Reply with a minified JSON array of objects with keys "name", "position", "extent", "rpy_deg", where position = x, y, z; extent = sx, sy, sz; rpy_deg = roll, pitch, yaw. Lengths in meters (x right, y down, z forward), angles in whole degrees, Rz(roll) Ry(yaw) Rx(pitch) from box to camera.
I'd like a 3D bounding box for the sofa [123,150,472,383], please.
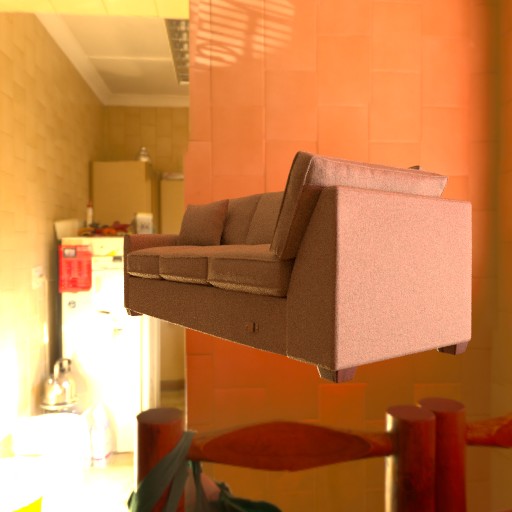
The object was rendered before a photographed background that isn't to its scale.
[{"name":"sofa","position":[0.000,0.000,2.869],"extent":[1.061,0.962,2.317],"rpy_deg":[-1,1,-36]}]
